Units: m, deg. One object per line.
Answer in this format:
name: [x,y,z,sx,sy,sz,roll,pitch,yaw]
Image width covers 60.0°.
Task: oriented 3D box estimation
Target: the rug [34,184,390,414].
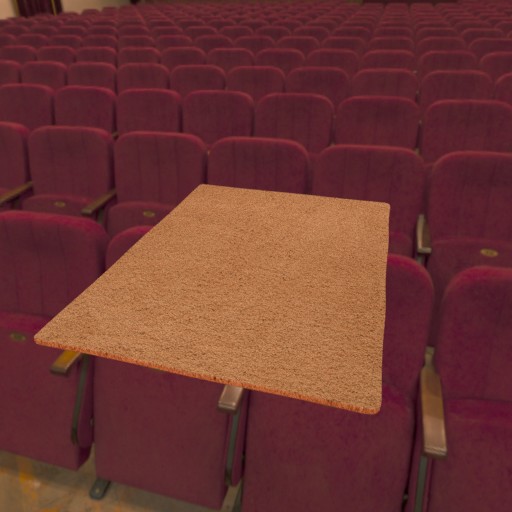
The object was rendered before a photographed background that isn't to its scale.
rug: [0.000,0.000,2.095,1.199,0.025,1.600,8,31,14]
